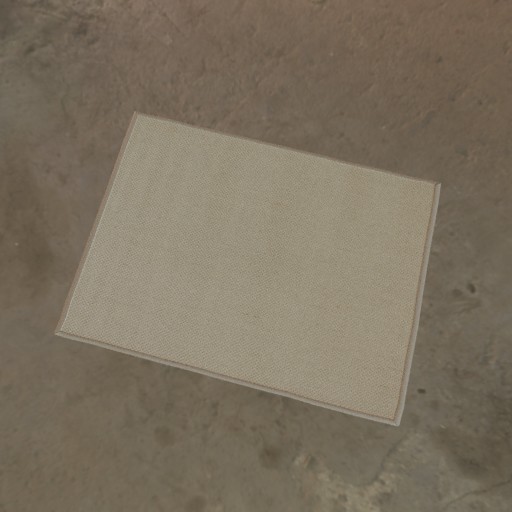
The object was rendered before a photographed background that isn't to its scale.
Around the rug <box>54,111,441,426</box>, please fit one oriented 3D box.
[{"bbox_3d":[0.000,0.000,2.732,2.081,0.020,1.525,14,77,3],"label":"rug"}]
